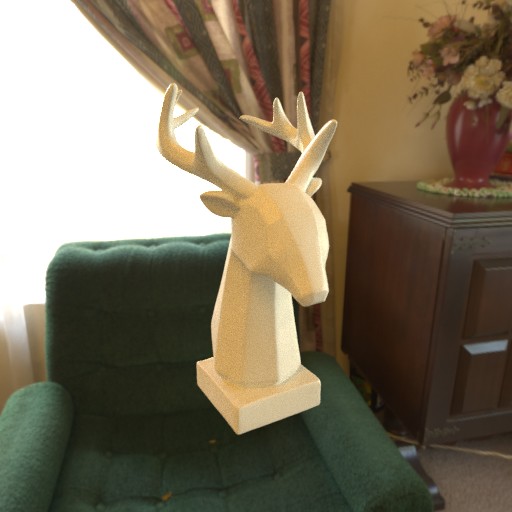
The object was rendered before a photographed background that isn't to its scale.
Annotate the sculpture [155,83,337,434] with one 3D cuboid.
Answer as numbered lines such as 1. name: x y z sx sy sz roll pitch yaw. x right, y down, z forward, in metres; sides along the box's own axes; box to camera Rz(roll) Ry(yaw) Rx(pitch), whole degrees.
1. sculpture: 0.000 0.000 0.459 0.174 0.329 0.224 -9 18 -28
